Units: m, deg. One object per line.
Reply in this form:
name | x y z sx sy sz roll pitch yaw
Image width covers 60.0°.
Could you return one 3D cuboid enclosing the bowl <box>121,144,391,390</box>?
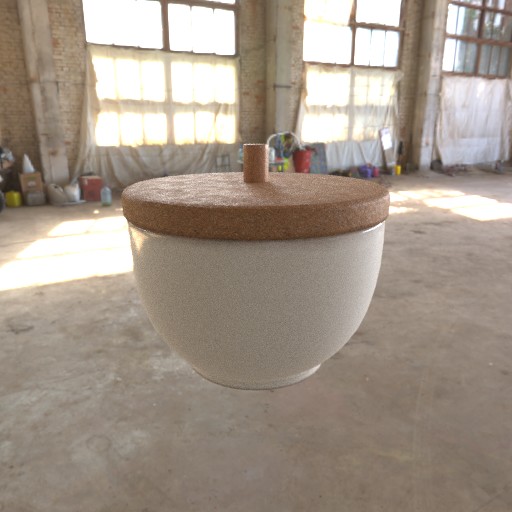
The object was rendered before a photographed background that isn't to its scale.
bowl | 0.000 0.000 0.226 0.126 0.110 0.126 0 16 0
